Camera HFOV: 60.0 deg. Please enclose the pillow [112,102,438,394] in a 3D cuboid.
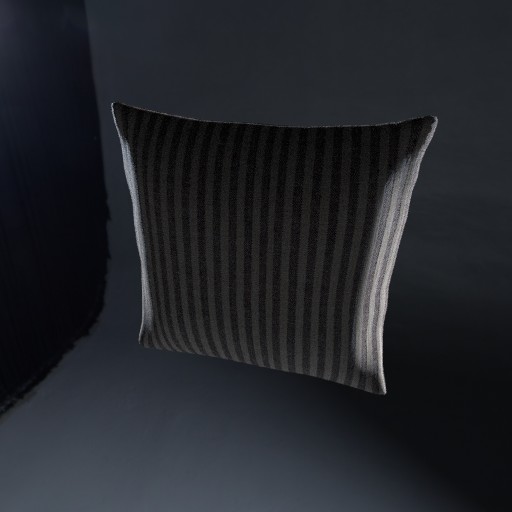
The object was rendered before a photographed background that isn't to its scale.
[{"bbox_3d":[0.000,0.000,0.790,0.523,0.506,0.166,8,28,15],"label":"pillow"}]
